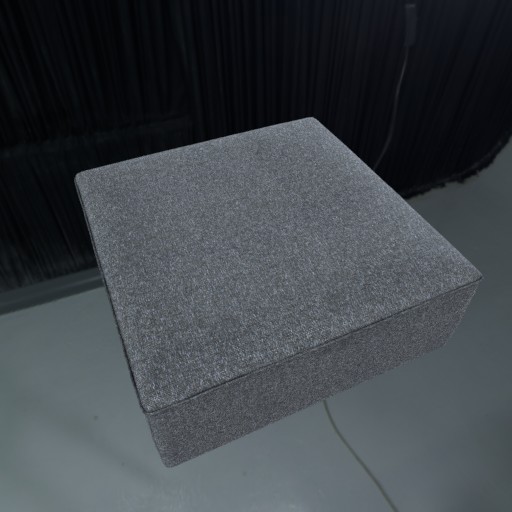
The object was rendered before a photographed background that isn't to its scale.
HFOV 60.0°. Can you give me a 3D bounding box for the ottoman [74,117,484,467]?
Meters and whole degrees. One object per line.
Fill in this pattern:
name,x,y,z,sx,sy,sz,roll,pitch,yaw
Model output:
ottoman,0.000,0.000,1.556,1.021,0.423,1.017,-18,49,-16
